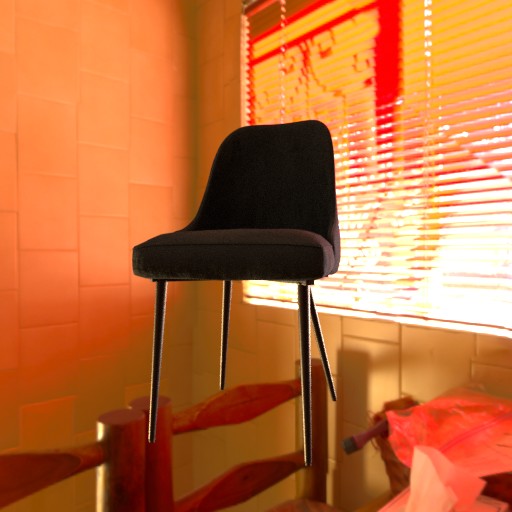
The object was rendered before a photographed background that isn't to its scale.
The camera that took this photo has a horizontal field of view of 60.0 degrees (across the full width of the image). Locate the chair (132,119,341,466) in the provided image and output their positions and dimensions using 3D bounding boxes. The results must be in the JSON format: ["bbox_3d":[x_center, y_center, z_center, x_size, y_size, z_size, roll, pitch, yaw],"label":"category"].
[{"bbox_3d":[0.000,0.000,1.241,0.478,0.896,0.559,0,0,18],"label":"chair"}]
